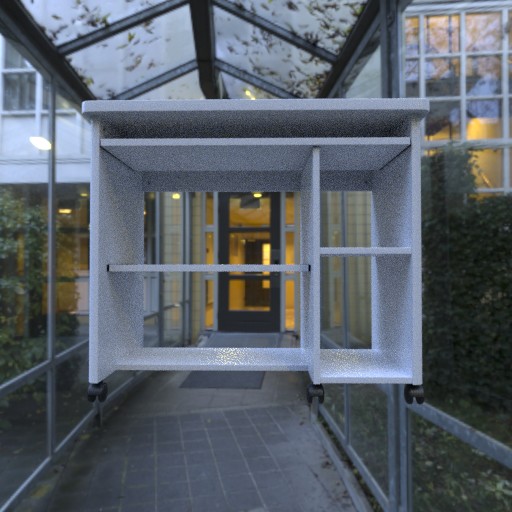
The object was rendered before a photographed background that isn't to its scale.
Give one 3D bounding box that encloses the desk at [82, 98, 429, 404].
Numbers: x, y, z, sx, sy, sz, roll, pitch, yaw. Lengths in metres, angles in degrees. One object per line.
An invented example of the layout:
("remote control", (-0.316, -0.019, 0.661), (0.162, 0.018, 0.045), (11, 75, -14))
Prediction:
("desk", (0.000, 0.000, 1.320), (0.877, 0.763, 0.475), (0, -1, 1))
